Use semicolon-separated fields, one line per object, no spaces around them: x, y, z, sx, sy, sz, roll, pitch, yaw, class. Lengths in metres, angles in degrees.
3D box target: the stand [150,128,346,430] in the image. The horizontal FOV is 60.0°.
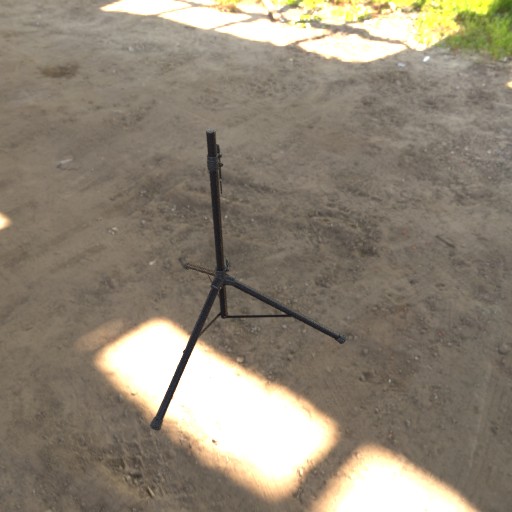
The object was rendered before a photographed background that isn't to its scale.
0.000;0.000;1.883;0.907;1.136;1.045;2;42;2;stand
